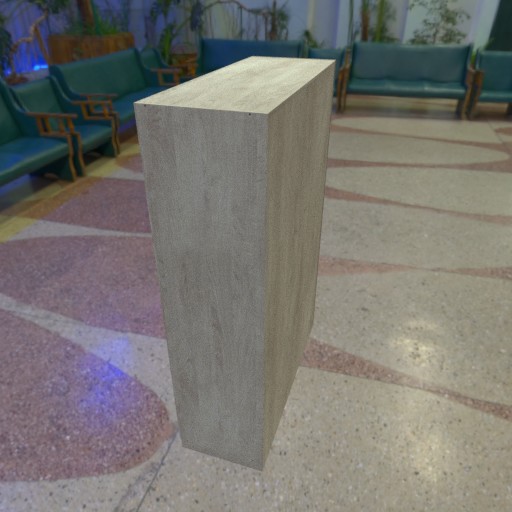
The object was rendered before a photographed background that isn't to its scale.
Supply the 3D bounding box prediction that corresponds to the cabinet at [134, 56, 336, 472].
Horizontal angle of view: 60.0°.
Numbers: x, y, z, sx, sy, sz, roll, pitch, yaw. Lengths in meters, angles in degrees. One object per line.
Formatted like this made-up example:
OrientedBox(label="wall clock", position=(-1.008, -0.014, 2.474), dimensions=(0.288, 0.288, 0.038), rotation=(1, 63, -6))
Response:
OrientedBox(label="cabinet", position=(0.000, 0.000, 2.510), dimensions=(0.510, 1.910, 1.290), rotation=(10, 33, 16))
